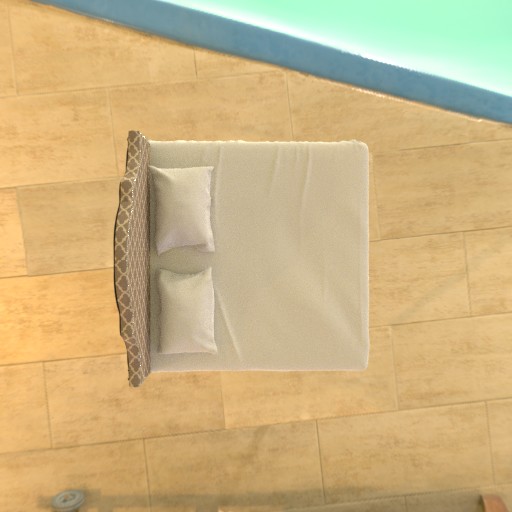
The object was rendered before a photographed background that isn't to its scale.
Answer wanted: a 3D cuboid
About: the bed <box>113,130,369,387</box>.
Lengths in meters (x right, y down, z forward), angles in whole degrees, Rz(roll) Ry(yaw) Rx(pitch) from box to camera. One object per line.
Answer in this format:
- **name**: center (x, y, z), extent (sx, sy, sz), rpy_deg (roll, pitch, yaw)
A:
- **bed**: center (0.000, 0.000, 3.827), extent (2.222, 1.601, 2.314), rpy_deg (0, 91, -1)
